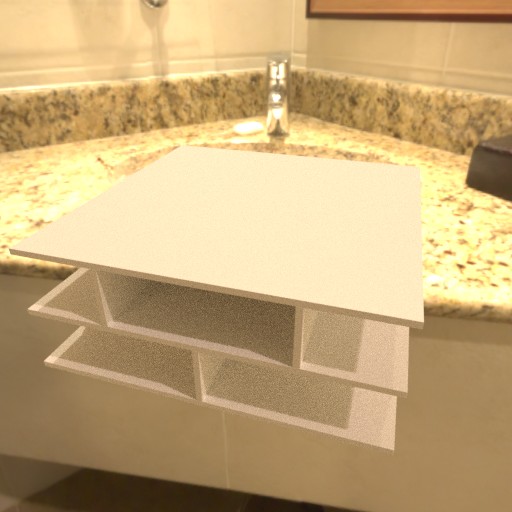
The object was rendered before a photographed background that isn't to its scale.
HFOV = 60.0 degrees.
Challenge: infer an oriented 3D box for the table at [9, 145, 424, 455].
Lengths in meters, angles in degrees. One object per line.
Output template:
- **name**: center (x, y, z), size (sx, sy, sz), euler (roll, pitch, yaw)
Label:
- **table**: center (0.000, 0.000, 1.055), size (0.700, 0.289, 0.700), euler (9, 31, 15)
